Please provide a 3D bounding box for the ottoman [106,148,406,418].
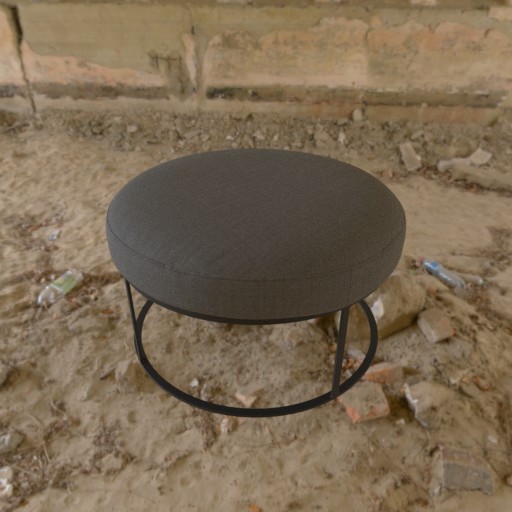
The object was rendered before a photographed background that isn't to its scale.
[{"bbox_3d":[0.000,0.000,1.249,0.772,0.460,0.772,0,31,0],"label":"ottoman"}]
